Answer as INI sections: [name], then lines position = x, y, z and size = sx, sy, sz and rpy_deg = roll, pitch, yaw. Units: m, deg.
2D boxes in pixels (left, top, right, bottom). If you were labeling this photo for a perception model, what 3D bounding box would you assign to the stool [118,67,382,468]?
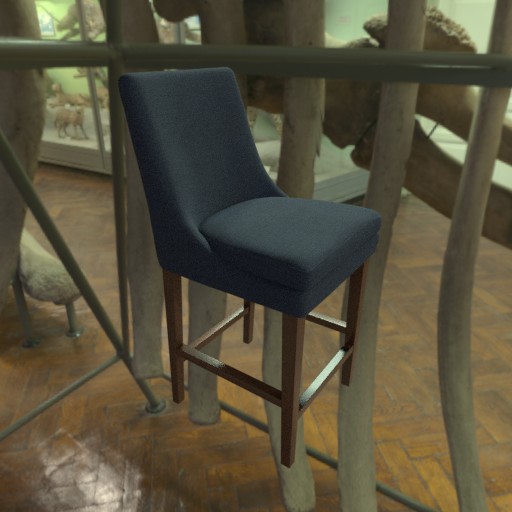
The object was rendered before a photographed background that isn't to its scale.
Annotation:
[stool]
position = 0.000, 0.000, 1.281
size = 0.577, 0.981, 0.470
rpy_deg = 17, 30, 31
